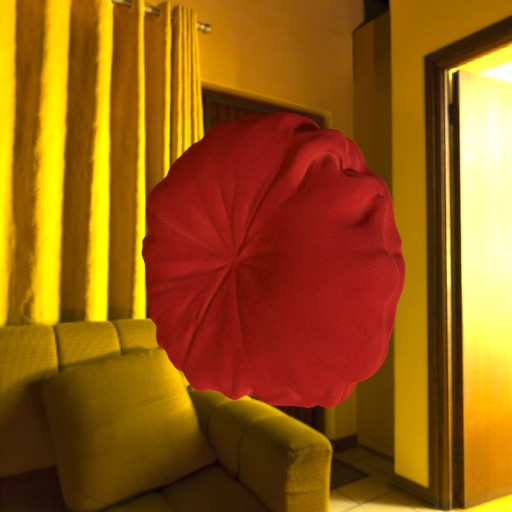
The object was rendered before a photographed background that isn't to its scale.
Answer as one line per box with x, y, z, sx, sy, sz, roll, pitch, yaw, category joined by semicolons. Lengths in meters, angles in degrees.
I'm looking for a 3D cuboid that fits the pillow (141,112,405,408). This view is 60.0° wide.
0.000;0.000;0.641;0.428;0.407;0.148;-1;-2;36;pillow
